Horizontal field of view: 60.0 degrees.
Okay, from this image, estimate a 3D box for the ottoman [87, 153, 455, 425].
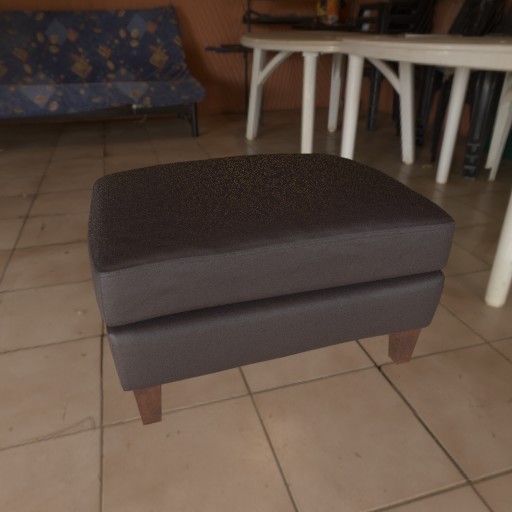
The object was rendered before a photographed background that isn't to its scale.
[{"bbox_3d":[0.000,0.000,1.309,0.887,0.529,0.659,-8,29,-16],"label":"ottoman"}]
